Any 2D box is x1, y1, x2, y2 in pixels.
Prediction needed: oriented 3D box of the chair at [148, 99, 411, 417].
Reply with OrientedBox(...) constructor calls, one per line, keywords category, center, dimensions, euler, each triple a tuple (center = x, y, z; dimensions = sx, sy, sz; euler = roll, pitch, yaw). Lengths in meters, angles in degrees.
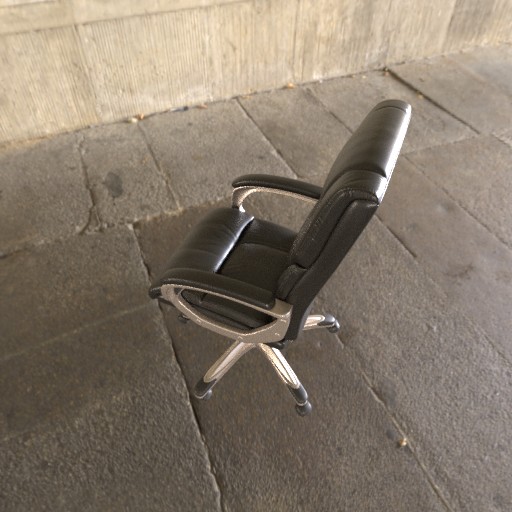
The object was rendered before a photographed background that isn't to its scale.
OrientedBox(category="chair", center=(0.000, 0.000, 1.594), dimensions=(0.780, 1.145, 0.700), euler=(16, 48, 16))
